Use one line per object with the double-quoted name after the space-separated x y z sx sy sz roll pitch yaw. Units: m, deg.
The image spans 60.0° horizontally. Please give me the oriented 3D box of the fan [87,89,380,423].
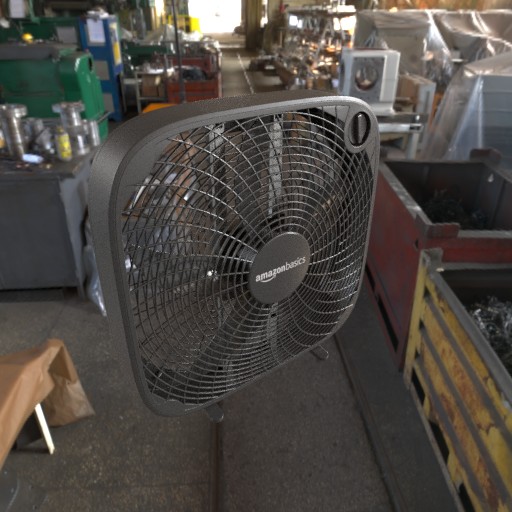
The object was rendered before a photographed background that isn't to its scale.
0.000 0.000 0.787 0.526 0.533 0.142 -20 35 -32 "fan"
